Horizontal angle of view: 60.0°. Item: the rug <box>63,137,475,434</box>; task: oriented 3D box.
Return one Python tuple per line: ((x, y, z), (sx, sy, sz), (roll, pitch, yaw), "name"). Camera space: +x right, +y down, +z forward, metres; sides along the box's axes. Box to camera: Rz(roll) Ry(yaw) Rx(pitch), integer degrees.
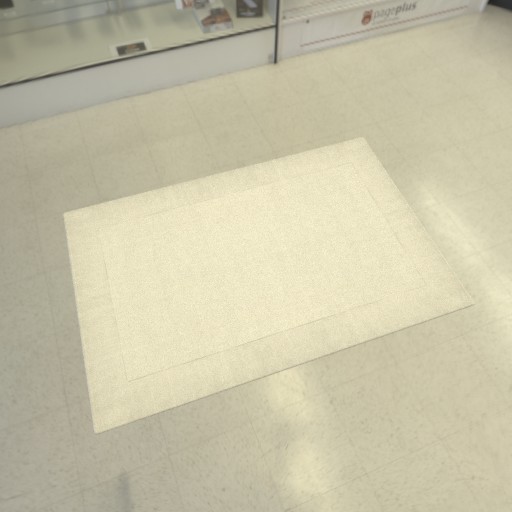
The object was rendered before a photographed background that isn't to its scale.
((0.000, 0.000, 2.295), (1.829, 0.013, 1.219), (-16, 59, -10), "rug")
